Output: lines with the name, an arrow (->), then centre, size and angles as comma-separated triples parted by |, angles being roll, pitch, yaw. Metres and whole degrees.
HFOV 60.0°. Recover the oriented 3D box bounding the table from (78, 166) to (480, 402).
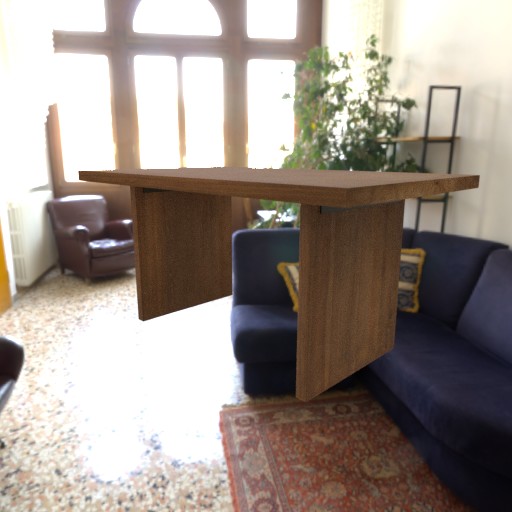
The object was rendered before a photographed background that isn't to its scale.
table -> 0.000, 0.000, 2.104 | 0.946, 0.780, 1.609 | -13, 18, -43
